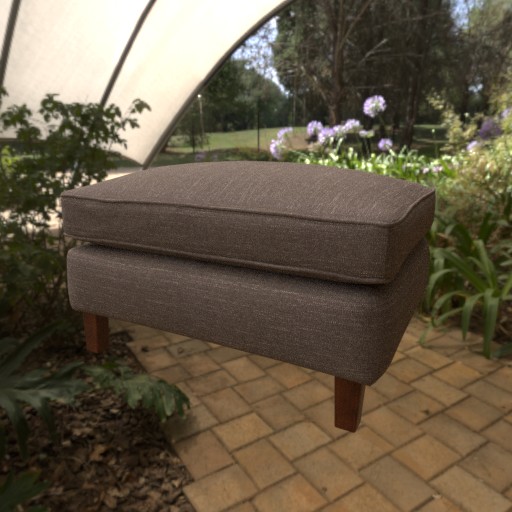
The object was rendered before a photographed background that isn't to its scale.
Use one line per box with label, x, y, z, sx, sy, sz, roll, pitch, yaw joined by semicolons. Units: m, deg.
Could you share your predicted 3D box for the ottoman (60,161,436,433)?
ottoman;0.000;0.000;0.978;0.686;0.406;0.508;8;17;27
